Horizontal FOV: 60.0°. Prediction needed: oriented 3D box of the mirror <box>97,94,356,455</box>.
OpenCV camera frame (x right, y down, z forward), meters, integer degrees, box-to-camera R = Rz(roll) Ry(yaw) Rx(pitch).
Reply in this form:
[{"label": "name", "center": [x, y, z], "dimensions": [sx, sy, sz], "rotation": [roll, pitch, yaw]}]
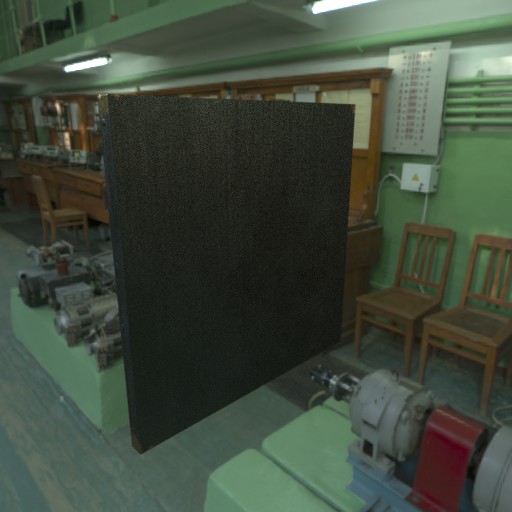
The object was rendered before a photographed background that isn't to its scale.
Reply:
[{"label": "mirror", "center": [0.000, 0.000, 0.575], "dimensions": [0.382, 0.381, 0.020], "rotation": [-16, 23, -42]}]
